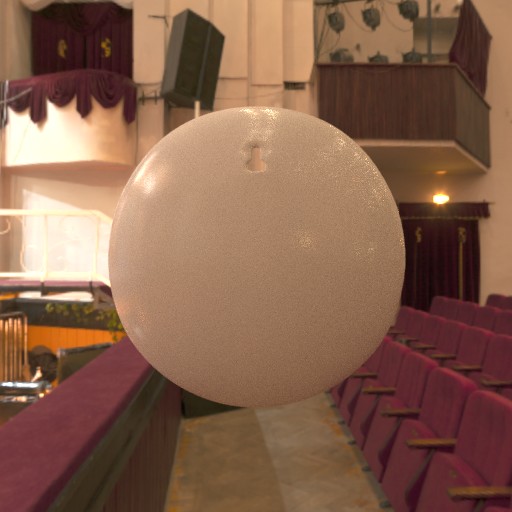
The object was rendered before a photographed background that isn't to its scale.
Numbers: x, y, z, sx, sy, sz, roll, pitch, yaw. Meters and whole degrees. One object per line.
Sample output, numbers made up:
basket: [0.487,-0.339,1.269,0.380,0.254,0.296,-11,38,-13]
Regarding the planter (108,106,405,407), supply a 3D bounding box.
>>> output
planter: [0.000,0.000,0.277,0.185,0.188,0.043,0,-1,1]
